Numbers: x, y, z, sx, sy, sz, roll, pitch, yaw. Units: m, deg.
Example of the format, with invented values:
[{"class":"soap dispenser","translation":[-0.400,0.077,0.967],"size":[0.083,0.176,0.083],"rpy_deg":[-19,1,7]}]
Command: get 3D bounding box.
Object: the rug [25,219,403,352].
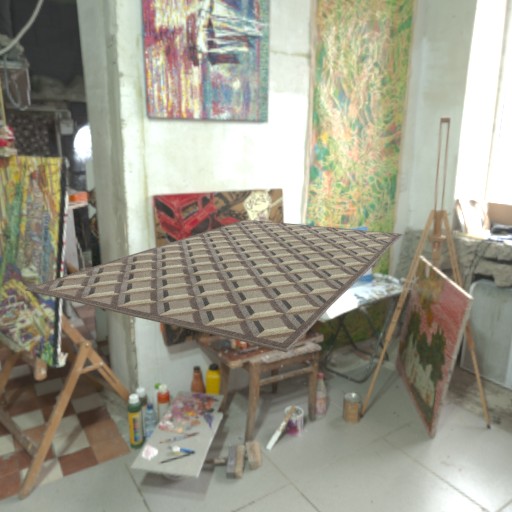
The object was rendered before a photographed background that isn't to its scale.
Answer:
[{"class":"rug","translation":[0.000,0.000,2.119],"size":[1.066,0.011,1.677],"rpy_deg":[8,16,27]}]
